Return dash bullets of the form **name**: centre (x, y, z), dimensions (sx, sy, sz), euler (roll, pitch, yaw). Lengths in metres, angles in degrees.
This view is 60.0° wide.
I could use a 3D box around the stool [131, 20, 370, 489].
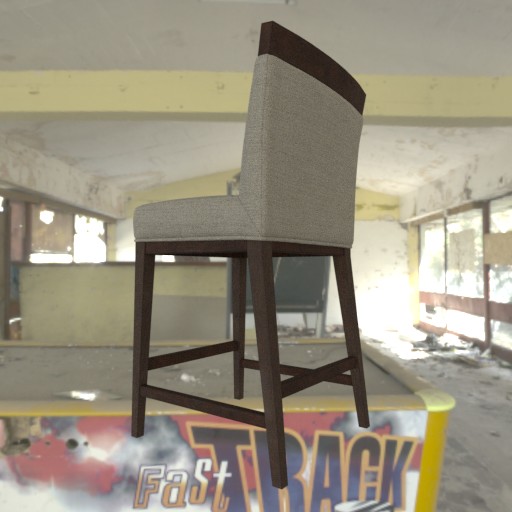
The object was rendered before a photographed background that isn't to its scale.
- **stool**: centre (0.000, 0.000, 1.286), dimensions (0.531, 1.009, 0.512), euler (-1, -2, 37)
